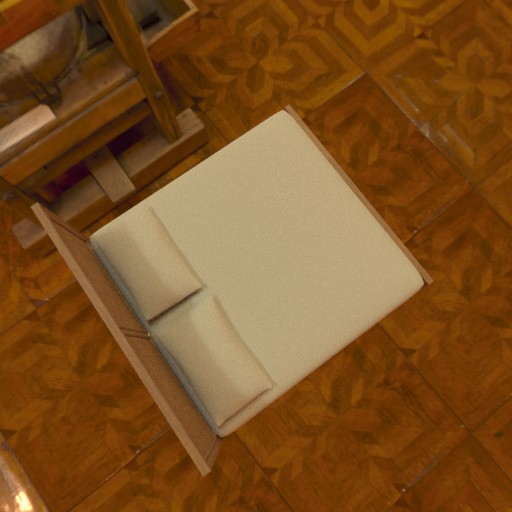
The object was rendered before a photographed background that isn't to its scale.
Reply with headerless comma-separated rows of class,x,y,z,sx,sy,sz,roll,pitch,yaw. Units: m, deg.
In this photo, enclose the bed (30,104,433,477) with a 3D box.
bed,0.000,0.000,3.530,2.184,1.387,2.003,-35,80,-7
